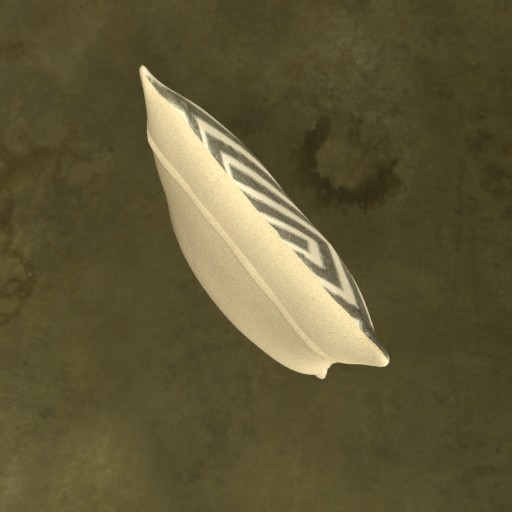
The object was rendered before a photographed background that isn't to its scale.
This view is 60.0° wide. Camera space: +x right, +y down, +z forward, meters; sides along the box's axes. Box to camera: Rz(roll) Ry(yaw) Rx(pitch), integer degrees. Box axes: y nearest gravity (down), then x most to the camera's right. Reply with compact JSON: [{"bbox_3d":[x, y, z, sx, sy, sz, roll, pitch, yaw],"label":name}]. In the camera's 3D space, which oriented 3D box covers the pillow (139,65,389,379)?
[{"bbox_3d":[0.000,0.000,0.675,0.182,0.441,0.440,-37,78,-9],"label":"pillow"}]
